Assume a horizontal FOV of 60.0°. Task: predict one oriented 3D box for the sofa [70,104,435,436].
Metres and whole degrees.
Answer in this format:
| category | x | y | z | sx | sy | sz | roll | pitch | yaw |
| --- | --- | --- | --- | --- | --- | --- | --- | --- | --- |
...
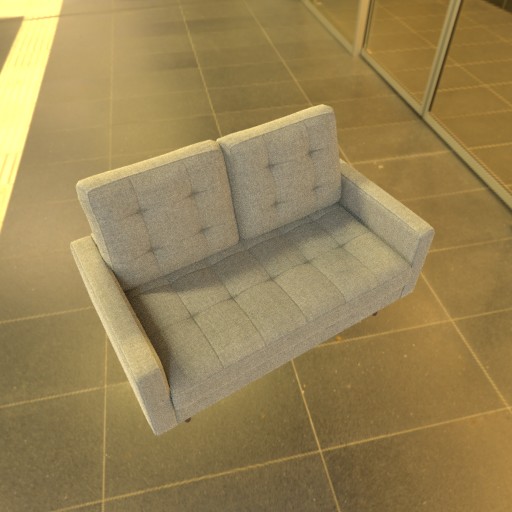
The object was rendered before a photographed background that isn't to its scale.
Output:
| category | x | y | z | sx | sy | sz | roll | pitch | yaw |
| --- | --- | --- | --- | --- | --- | --- | --- | --- | --- |
| sofa | 0.000 | 0.000 | 2.001 | 1.407 | 0.907 | 0.842 | -24 | 50 | -22 |
